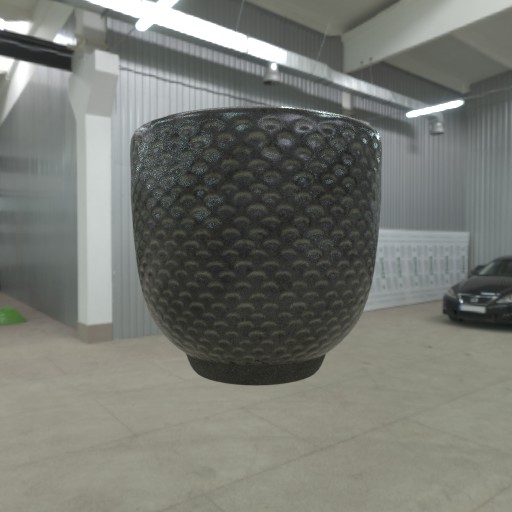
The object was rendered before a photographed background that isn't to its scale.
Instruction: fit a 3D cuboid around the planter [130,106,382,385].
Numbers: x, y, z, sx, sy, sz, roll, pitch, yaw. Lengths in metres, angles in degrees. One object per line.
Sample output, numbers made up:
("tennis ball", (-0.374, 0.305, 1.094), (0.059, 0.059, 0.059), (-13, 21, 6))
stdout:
("planter", (0.000, 0.000, 0.316), (0.172, 0.160, 0.172), (0, 1, 0))
